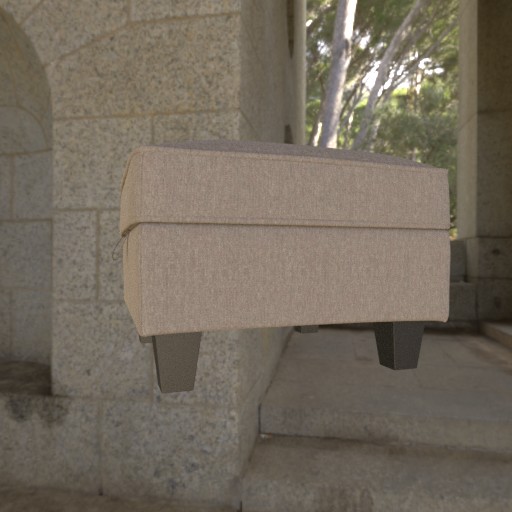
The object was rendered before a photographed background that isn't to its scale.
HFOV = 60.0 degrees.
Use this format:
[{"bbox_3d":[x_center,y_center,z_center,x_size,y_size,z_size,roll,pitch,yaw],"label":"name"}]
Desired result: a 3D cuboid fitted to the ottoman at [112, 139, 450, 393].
[{"bbox_3d":[0.000,0.000,1.406,0.871,0.612,0.808,0,0,-19],"label":"ottoman"}]
